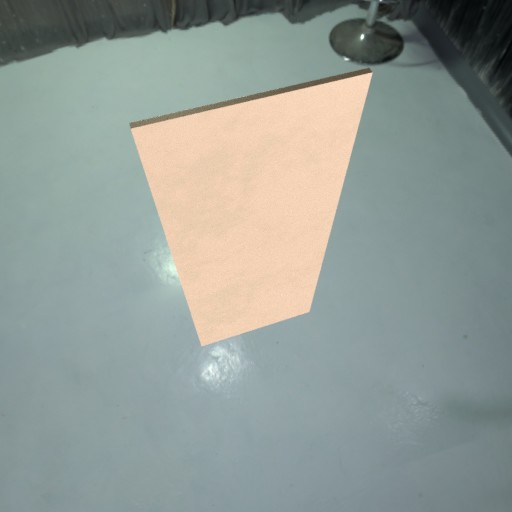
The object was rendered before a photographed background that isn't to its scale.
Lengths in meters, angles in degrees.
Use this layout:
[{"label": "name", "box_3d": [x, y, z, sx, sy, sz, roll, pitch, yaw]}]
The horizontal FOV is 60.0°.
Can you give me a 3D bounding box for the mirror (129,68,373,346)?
[{"label": "mirror", "box_3d": [0.000, 0.000, 2.296, 0.812, 2.031, 0.026, -16, 61, -9]}]
